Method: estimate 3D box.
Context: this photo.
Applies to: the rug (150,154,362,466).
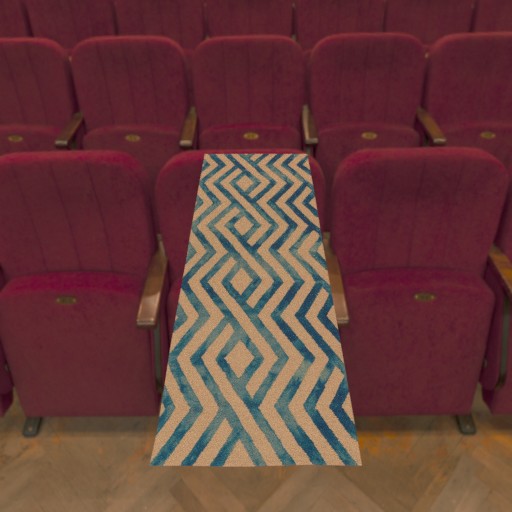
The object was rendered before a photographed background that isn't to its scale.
[{"bbox_3d":[0.000,0.000,1.603,0.503,0.007,1.492,0,42,0],"label":"rug"}]
